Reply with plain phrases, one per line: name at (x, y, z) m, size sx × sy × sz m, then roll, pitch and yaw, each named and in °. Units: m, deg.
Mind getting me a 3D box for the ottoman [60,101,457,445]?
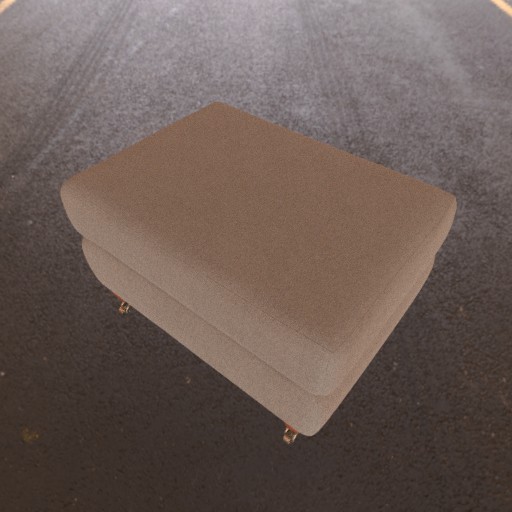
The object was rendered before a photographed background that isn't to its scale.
ottoman at (0.000, 0.000, 1.155) m, size 0.773 × 0.504 × 0.569 m, roll 30°, pitch 53°, yaw 26°
